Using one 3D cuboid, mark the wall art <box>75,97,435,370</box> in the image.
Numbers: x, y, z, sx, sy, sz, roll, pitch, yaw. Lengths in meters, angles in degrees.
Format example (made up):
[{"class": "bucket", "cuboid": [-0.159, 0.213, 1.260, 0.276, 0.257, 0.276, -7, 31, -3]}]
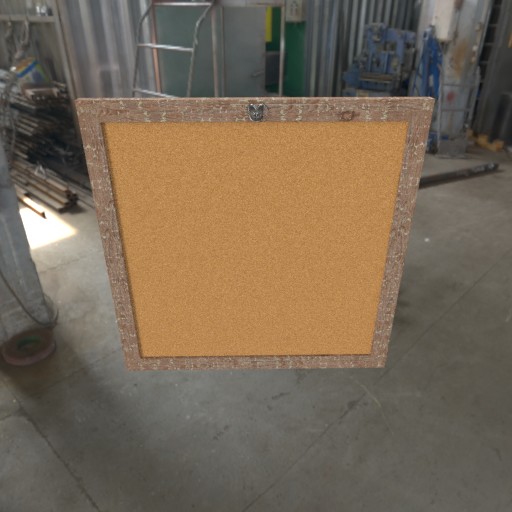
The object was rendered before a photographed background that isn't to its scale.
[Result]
[{"class": "wall art", "cuboid": [0.000, 0.000, 0.562, 0.380, 0.380, 0.022, 0, 29, -1]}]
